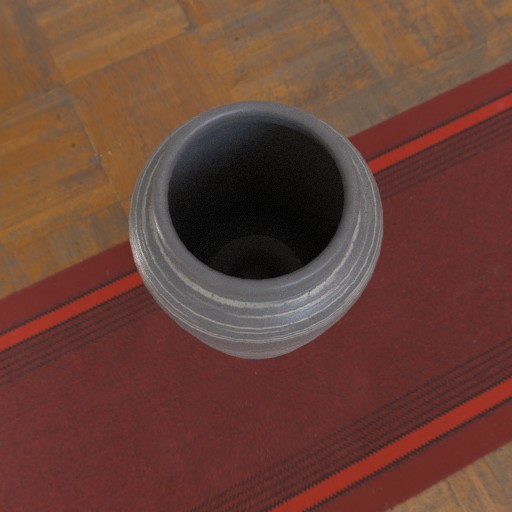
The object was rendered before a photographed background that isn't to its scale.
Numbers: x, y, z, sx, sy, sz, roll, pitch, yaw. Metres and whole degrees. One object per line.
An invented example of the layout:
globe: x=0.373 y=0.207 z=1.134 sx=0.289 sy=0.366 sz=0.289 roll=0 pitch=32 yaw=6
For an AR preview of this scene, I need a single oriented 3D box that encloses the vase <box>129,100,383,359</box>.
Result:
vase: x=0.000 y=0.000 z=0.667 sx=0.297 sy=0.499 sz=0.297 roll=0 pitch=75 yaw=0
